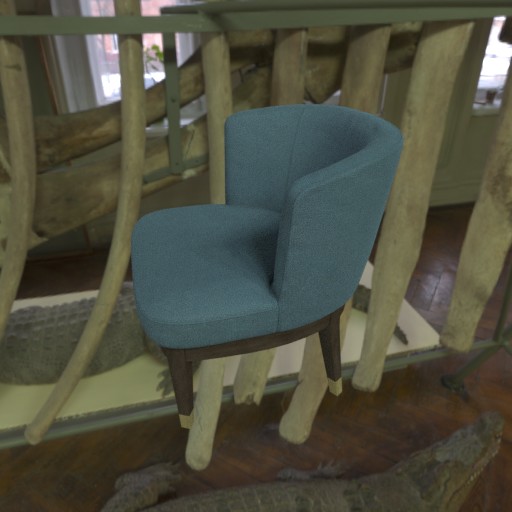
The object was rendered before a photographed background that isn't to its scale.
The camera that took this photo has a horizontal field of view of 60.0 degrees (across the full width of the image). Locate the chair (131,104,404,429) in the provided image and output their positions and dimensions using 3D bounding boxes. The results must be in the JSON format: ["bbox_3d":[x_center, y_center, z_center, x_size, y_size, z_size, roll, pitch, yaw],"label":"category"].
[{"bbox_3d":[0.000,0.000,1.296,0.702,0.760,0.661,-8,31,-13],"label":"chair"}]
